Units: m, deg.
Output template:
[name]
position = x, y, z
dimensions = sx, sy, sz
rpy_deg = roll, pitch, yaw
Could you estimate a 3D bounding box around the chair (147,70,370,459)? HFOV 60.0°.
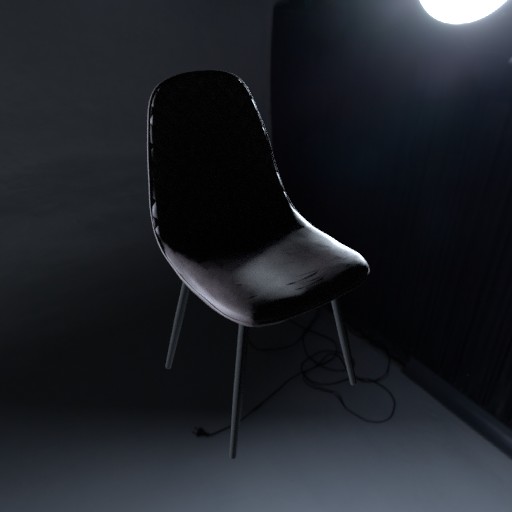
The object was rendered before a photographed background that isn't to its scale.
[chair]
position = 0.000, 0.000, 1.225
dimensions = 0.472, 0.889, 0.561
rpy_deg = -20, 36, -29
